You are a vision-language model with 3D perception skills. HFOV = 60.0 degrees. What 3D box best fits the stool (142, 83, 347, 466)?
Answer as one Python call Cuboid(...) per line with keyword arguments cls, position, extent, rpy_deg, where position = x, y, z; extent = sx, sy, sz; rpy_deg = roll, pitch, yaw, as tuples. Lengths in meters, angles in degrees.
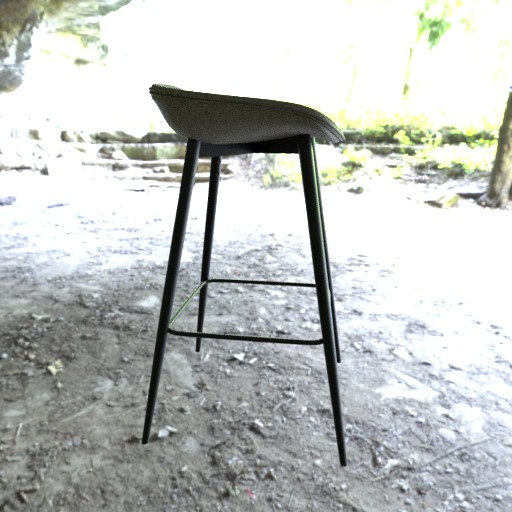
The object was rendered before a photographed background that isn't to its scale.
Cuboid(cls="stool", position=(0.000, 0.000, 1.122), extent=(0.480, 0.814, 0.469), rpy_deg=(2, 16, 8))
